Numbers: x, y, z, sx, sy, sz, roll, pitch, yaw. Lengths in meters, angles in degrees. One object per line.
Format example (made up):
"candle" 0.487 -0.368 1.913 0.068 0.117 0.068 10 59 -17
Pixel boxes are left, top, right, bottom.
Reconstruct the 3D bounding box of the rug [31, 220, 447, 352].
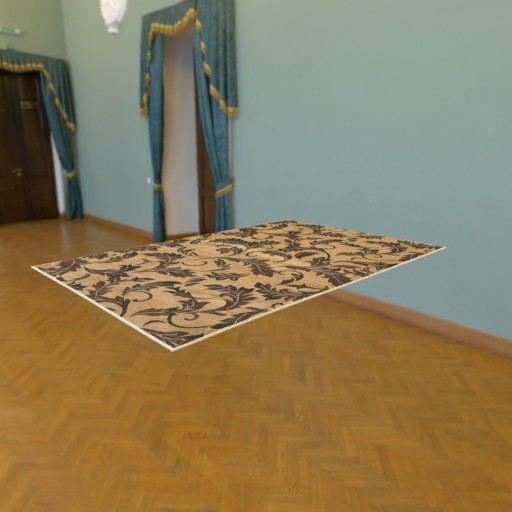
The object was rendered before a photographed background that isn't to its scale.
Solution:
"rug" 0.000 0.000 2.887 2.284 0.008 1.522 -14 20 -42
